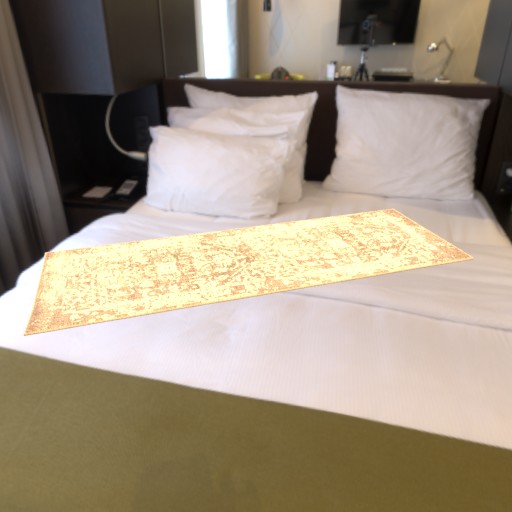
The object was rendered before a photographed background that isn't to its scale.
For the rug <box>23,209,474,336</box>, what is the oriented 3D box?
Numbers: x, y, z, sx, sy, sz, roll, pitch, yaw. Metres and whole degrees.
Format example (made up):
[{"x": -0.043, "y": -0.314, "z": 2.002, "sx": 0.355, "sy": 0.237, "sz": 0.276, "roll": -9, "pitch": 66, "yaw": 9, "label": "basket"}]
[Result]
[{"x": 0.000, "y": 0.000, "z": 2.667, "sx": 2.452, "sy": 0.017, "sz": 0.855, "roll": -8, "pitch": 28, "yaw": -16, "label": "rug"}]
